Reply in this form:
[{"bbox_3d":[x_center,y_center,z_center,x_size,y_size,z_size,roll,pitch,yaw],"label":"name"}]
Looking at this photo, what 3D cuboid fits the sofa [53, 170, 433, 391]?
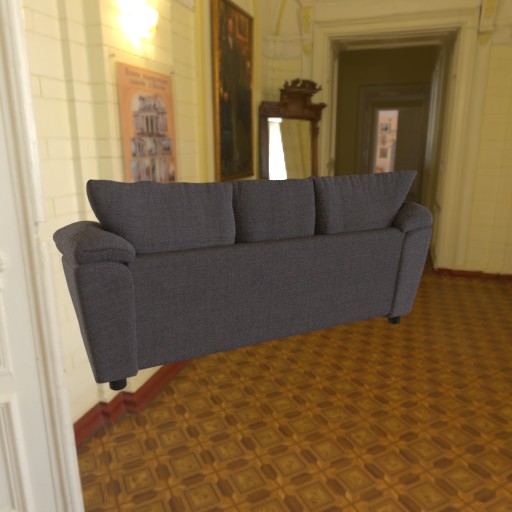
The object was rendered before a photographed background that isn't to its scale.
[{"bbox_3d":[0.000,0.000,2.868,2.336,1.080,0.883,-7,16,-26],"label":"sofa"}]
